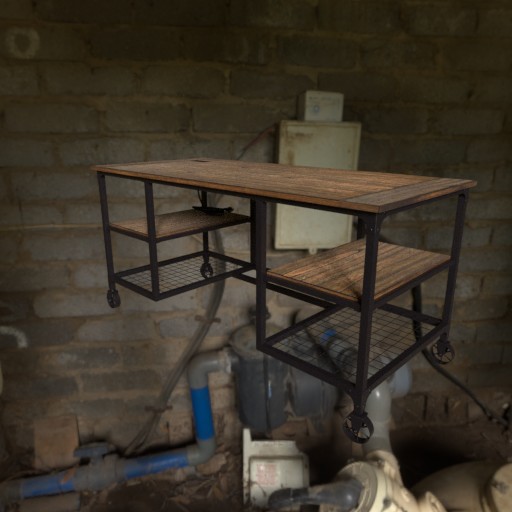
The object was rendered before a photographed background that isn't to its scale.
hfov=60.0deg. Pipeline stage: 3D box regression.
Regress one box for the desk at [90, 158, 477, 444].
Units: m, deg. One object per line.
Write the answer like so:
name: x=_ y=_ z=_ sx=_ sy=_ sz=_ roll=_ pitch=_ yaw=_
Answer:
desk: x=0.000 y=0.000 z=1.998 sx=1.590 sy=0.751 sz=0.711 roll=16 pitch=23 yaw=42
